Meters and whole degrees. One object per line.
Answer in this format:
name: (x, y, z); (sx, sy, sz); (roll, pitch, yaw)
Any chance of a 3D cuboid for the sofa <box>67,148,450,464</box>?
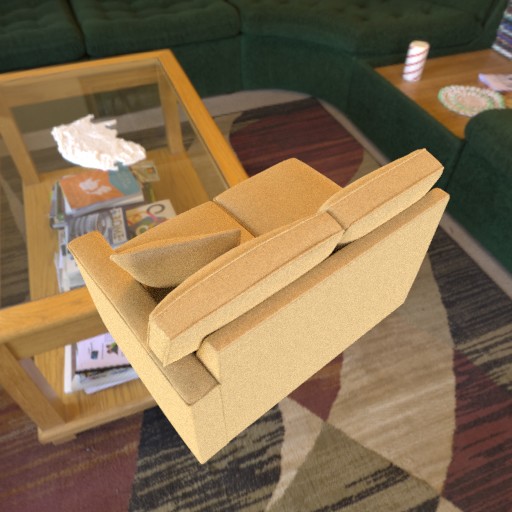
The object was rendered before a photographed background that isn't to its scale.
sofa: (0.000, 0.000, 2.099); (1.388, 0.989, 0.991); (-31, 55, -25)
